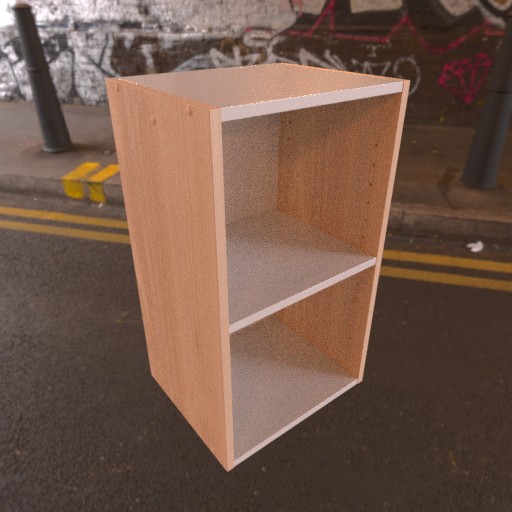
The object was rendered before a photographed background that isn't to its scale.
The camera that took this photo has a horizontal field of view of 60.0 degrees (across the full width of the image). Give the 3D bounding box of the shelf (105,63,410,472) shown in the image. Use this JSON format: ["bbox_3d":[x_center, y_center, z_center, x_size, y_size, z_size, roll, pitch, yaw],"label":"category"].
[{"bbox_3d":[0.000,0.000,0.803,0.350,0.600,0.290,-21,35,-32],"label":"shelf"}]
